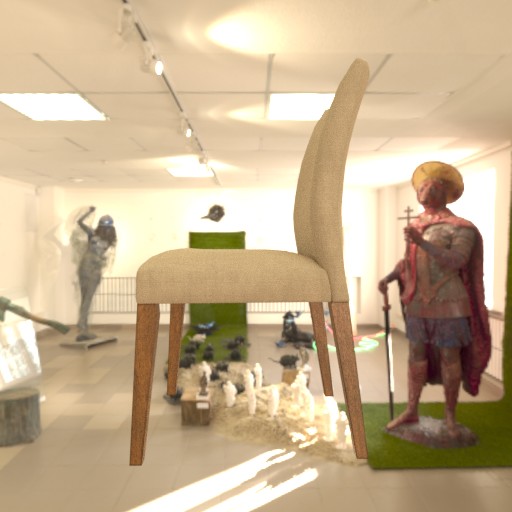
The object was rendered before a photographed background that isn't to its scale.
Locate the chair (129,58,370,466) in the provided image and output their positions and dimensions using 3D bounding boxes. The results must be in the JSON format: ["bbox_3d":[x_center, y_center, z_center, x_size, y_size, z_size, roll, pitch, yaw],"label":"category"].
[{"bbox_3d":[0.000,0.000,1.248,0.585,0.940,0.496,0,2,-1],"label":"chair"}]
